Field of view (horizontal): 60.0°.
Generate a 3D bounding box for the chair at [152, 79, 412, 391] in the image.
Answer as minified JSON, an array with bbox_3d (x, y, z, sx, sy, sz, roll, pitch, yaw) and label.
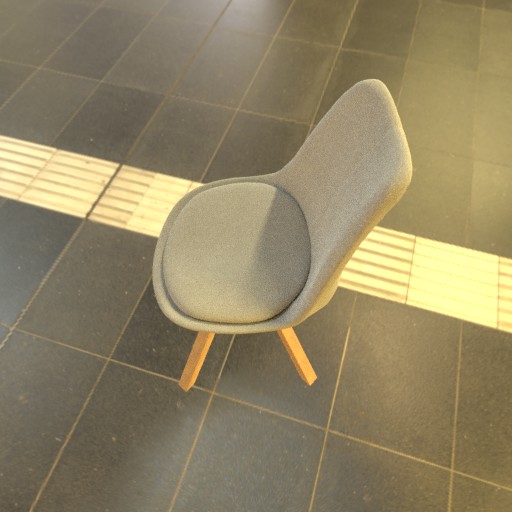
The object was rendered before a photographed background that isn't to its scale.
[{"bbox_3d":[0.000,0.000,1.168,0.549,0.863,0.474,-2,57,-1],"label":"chair"}]
